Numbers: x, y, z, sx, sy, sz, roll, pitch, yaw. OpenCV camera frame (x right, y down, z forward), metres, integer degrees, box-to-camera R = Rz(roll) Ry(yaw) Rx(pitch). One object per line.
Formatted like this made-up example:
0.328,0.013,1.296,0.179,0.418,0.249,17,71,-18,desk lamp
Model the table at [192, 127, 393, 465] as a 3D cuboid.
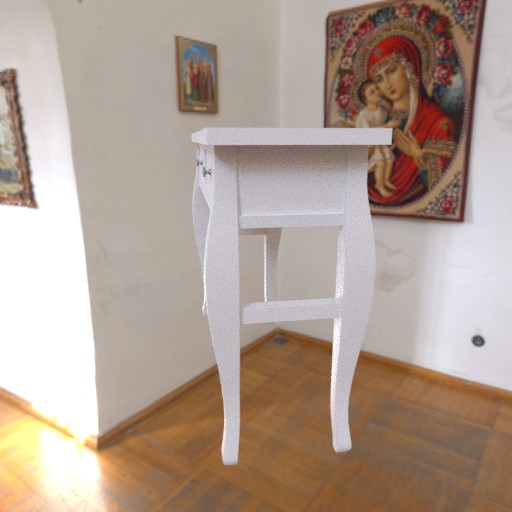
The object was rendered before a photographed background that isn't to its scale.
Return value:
0.000,0.000,1.426,0.373,0.768,1.062,-2,15,-9,table
